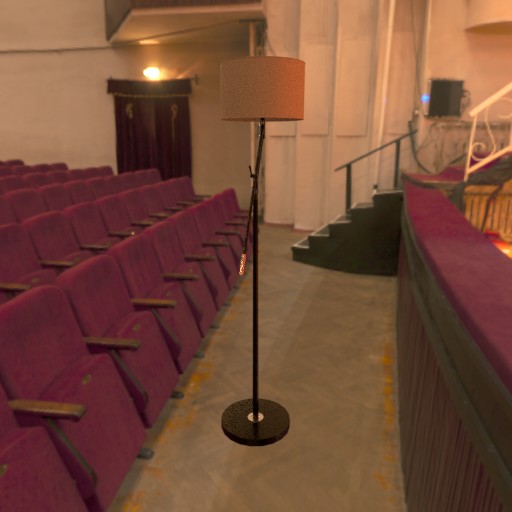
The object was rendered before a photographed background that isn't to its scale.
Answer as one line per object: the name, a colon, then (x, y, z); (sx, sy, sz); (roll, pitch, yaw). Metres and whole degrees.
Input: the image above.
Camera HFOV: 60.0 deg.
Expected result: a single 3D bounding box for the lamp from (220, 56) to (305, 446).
lamp: (0.000, 0.000, 1.930); (0.373, 1.635, 0.809); (2, 14, 7)
